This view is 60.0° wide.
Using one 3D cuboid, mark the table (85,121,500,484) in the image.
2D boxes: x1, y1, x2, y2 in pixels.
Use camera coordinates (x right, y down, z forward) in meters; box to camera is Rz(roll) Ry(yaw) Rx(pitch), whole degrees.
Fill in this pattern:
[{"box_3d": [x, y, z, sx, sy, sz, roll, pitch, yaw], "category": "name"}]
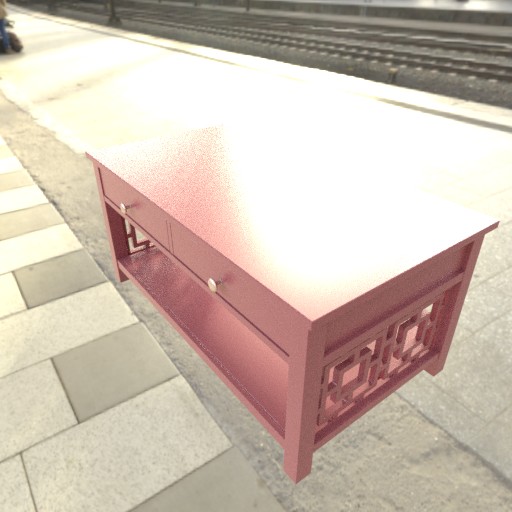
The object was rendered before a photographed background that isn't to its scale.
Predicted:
[{"box_3d": [0.000, 0.000, 1.363, 0.612, 0.493, 1.068, -22, 38, -31], "category": "table"}]
